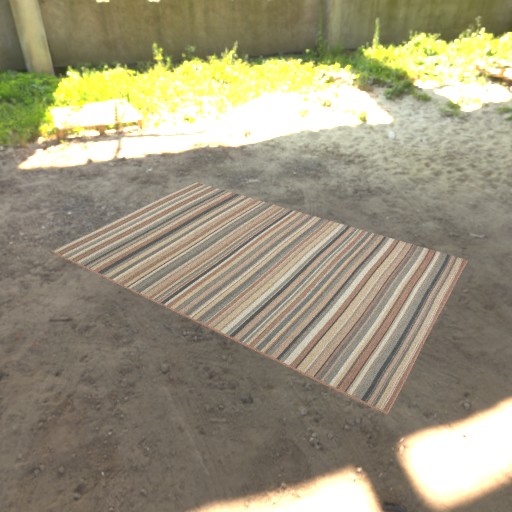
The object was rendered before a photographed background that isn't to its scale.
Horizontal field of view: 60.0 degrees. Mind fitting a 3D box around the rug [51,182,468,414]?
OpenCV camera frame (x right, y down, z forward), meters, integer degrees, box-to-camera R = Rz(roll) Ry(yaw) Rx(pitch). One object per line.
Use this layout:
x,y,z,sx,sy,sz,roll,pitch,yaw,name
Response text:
0.000,0.000,3.059,2.438,0.014,1.523,20,37,29,rug
